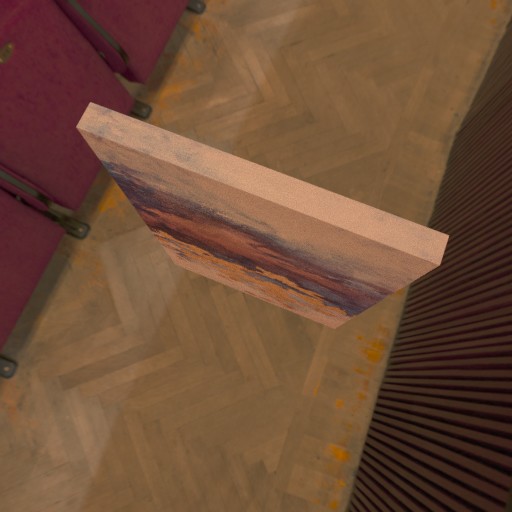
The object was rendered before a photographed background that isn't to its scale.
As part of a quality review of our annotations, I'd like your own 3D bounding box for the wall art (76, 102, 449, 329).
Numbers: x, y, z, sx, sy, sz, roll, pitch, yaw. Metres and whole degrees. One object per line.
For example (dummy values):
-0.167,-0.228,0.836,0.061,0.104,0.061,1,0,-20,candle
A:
0.000,0.000,1.084,0.583,0.874,0.048,22,76,6,wall art
